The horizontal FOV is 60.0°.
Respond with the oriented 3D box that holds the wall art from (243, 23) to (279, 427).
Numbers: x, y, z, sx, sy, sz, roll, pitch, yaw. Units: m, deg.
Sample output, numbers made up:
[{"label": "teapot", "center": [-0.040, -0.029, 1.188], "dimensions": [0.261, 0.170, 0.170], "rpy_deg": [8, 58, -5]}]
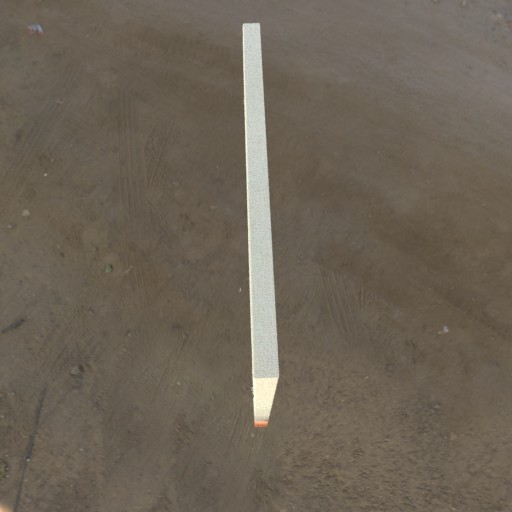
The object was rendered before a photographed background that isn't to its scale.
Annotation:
[{"label": "wall art", "center": [0.000, 0.000, 0.609], "dimensions": [0.023, 0.405, 0.405], "rpy_deg": [-2, 64, -1]}]
